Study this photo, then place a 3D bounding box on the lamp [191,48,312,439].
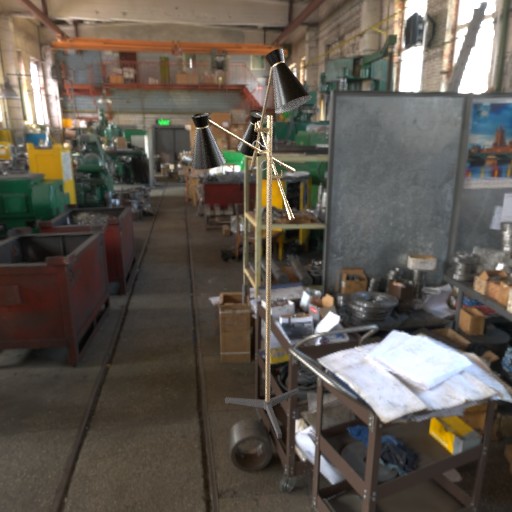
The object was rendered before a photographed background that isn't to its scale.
[{"bbox_3d":[0.000,0.000,2.203,0.653,1.804,0.750,-13,20,-41],"label":"lamp"}]
